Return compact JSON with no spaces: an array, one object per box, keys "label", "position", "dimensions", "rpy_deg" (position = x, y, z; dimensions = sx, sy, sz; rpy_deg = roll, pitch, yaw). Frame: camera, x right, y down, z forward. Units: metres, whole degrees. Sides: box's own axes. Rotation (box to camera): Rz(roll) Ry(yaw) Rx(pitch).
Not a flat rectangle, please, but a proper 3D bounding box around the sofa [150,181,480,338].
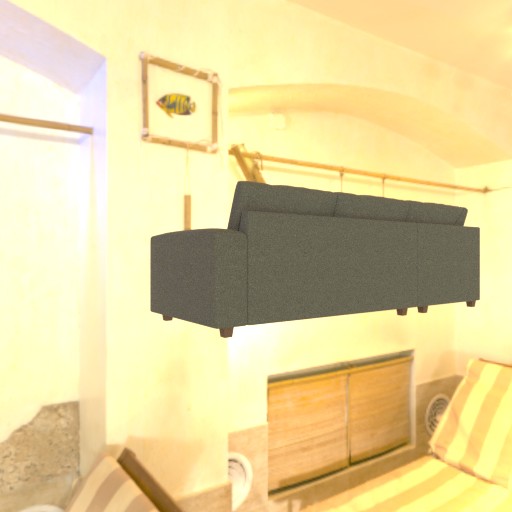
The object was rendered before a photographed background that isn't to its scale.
[{"label":"sofa","position":[0.000,0.000,4.703],"dimensions":[2.895,0.965,3.277],"rpy_deg":[0,0,-35]}]
